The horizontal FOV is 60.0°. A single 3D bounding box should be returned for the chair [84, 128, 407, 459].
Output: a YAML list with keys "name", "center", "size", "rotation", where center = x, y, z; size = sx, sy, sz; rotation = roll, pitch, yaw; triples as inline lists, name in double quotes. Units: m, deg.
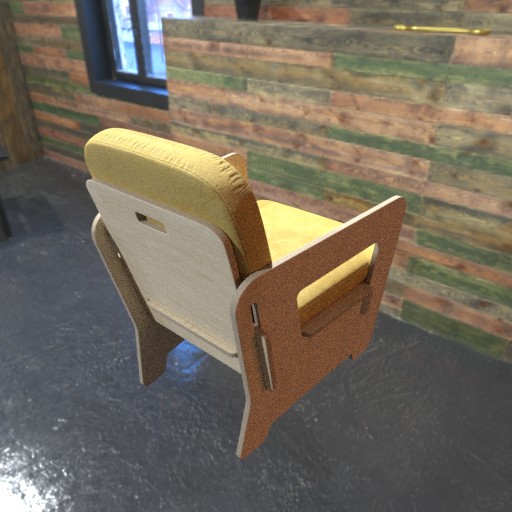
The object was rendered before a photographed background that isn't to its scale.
- name: "chair"
  center: [0.000, 0.000, 1.247]
  size: [0.590, 0.800, 0.710]
  rotation: [23, 38, 33]
